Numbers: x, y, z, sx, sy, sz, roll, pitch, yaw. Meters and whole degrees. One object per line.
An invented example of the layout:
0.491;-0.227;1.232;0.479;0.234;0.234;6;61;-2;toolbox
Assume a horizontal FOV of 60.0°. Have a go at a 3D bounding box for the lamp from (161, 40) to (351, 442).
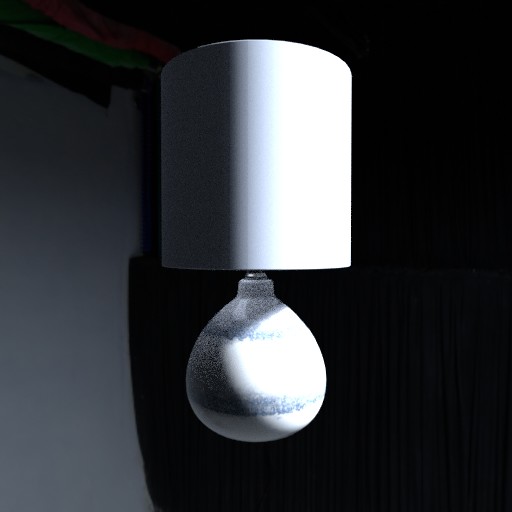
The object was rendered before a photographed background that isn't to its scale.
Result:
0.000;0.000;0.521;0.216;0.404;0.216;1;2;37;lamp
